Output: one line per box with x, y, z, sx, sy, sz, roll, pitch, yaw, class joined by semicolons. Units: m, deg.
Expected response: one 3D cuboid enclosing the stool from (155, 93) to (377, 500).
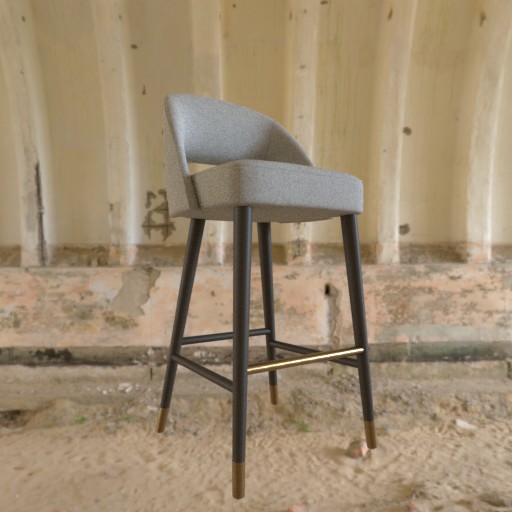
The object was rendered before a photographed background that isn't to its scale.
0.000;0.000;1.271;0.494;1.037;0.509;0;0;-35;stool
